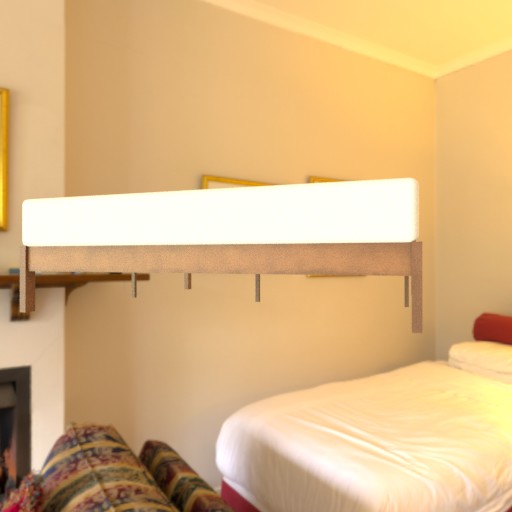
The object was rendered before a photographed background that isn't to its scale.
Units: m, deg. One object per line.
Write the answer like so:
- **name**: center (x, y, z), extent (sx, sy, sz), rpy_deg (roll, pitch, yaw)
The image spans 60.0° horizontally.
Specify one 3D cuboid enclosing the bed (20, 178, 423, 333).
- **bed**: center (0.000, 0.000, 2.979), extent (2.049, 0.616, 1.930), rpy_deg (0, 0, 19)
